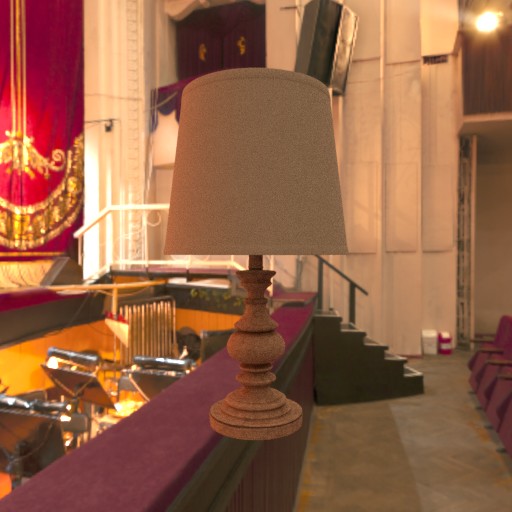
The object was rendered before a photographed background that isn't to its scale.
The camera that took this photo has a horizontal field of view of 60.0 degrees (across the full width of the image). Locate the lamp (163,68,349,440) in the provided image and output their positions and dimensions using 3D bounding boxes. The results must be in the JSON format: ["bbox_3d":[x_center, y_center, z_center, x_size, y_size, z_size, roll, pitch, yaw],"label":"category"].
[{"bbox_3d":[0.000,0.000,0.665,0.273,0.497,0.273,0,0,0],"label":"lamp"}]
